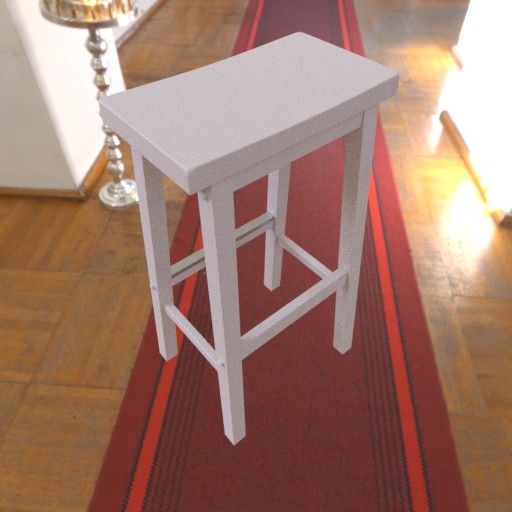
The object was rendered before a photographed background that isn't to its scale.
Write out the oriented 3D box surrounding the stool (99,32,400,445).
[{"bbox_3d":[0.000,0.000,0.933,0.406,0.742,0.322,-31,54,-27],"label":"stool"}]
